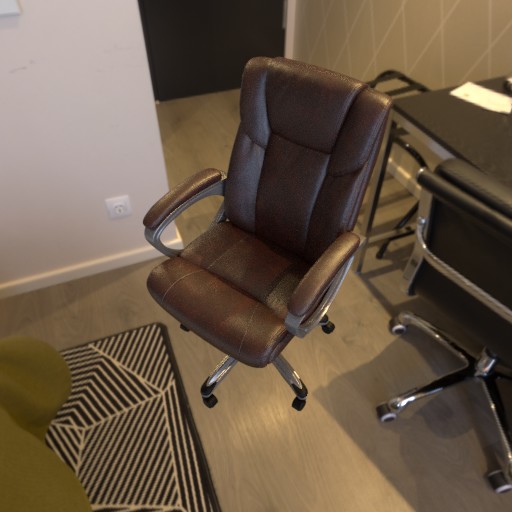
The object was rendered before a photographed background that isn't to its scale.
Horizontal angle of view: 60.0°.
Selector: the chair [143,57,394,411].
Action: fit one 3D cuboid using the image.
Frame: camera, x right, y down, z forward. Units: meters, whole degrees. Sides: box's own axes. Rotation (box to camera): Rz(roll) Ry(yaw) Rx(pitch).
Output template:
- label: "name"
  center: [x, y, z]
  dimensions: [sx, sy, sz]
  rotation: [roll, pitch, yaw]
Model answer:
- label: "chair"
  center: [0.000, 0.000, 1.557]
  dimensions: [0.656, 1.128, 0.692]
  rotation: [29, 52, 26]
